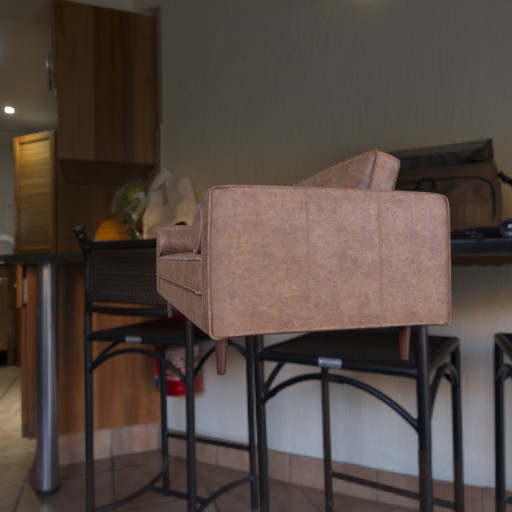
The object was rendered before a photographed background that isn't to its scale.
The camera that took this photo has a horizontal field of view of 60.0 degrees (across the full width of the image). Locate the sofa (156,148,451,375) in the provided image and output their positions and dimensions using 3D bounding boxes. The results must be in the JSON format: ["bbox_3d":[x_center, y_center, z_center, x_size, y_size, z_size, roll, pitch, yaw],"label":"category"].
[{"bbox_3d":[0.000,0.000,2.386,0.924,0.825,1.920,0,0,-17],"label":"sofa"}]
